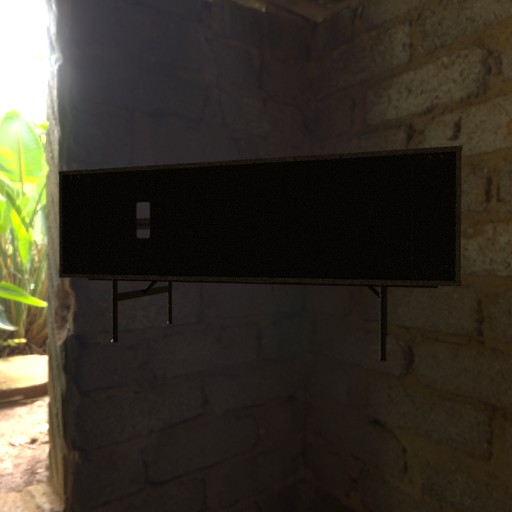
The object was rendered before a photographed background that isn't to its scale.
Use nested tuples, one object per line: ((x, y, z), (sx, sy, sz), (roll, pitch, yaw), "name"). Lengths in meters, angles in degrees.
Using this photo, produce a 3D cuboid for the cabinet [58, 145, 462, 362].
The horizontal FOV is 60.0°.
((0.000, 0.000, 1.611), (1.300, 0.599, 0.500), (0, 1, 17), "cabinet")
